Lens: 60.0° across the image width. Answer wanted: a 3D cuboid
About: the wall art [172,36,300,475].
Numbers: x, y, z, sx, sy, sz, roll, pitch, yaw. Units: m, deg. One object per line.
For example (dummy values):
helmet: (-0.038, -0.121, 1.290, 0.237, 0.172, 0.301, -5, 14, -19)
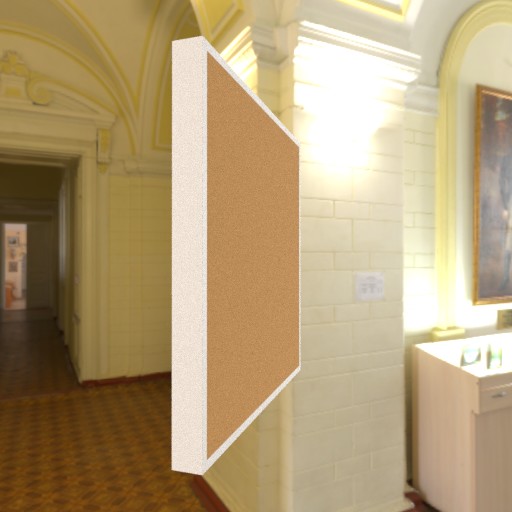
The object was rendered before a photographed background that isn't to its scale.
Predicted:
wall art: (0.000, 0.000, 0.761, 0.040, 0.509, 0.509, 0, 0, 19)
